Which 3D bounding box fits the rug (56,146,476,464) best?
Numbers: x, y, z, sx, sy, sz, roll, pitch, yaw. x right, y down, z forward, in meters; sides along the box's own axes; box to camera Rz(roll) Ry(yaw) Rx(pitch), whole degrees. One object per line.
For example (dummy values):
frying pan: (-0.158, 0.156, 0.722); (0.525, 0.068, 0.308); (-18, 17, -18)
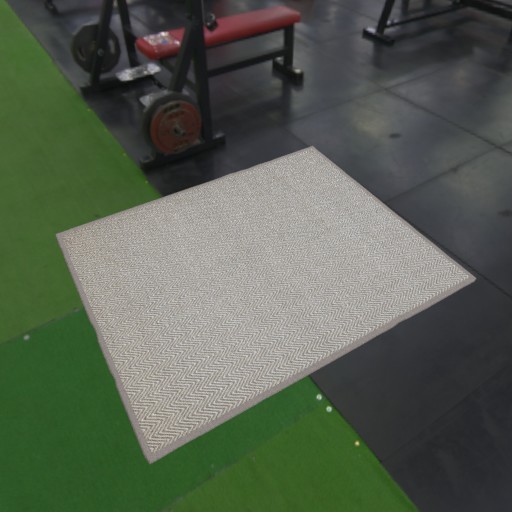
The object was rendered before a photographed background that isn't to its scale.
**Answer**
rug: (0.000, 0.000, 4.023); (3.007, 0.032, 2.434); (-23, 50, -21)
